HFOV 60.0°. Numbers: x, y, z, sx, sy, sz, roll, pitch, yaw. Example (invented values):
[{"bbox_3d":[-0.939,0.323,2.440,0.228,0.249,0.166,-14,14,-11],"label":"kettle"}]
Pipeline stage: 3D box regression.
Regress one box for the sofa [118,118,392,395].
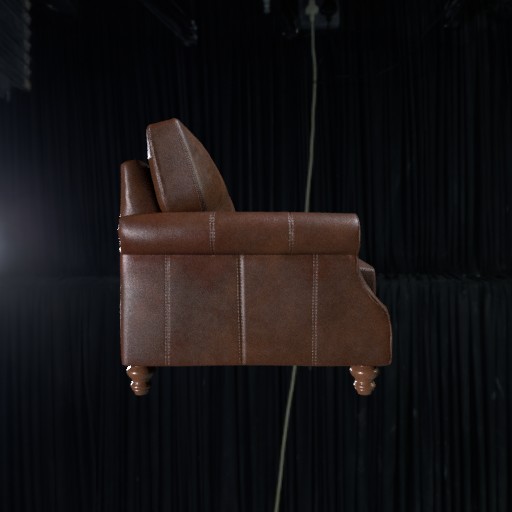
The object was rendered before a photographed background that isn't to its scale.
[{"bbox_3d":[0.000,0.000,2.252,0.990,0.976,1.616,0,0,-1],"label":"sofa"}]
